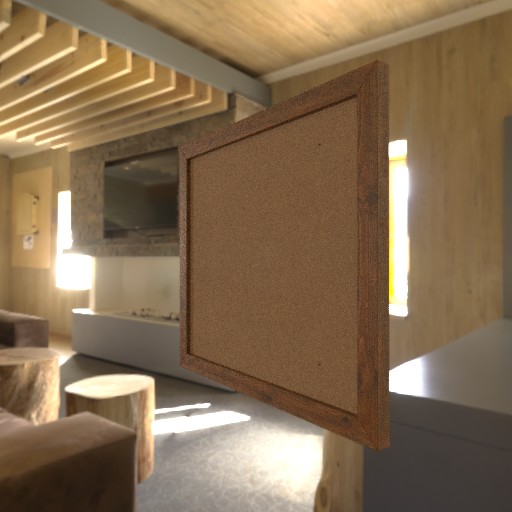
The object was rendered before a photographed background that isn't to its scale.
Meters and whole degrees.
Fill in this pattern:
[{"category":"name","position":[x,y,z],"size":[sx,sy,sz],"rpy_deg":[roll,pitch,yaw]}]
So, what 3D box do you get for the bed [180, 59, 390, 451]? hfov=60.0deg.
[{"category":"bed","position":[0.000,0.000,1.497],"size":[0.046,0.942,1.046],"rpy_deg":[0,0,-36]}]
